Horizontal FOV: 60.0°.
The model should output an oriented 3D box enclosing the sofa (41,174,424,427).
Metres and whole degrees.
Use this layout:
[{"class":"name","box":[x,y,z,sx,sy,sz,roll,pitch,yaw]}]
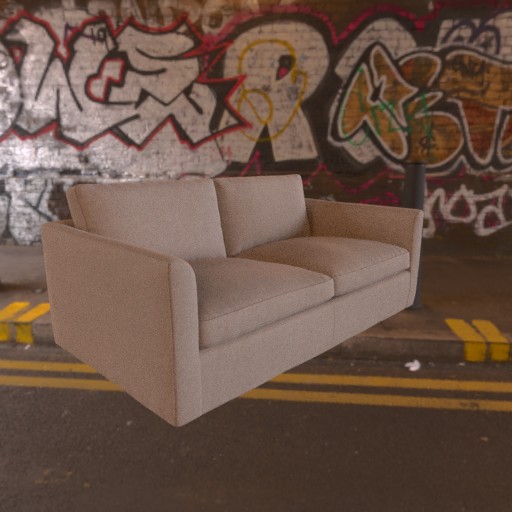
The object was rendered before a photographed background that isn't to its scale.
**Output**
[{"class":"sofa","box":[0.000,0.000,2.487,1.091,0.839,1.905,12,18,43]}]
